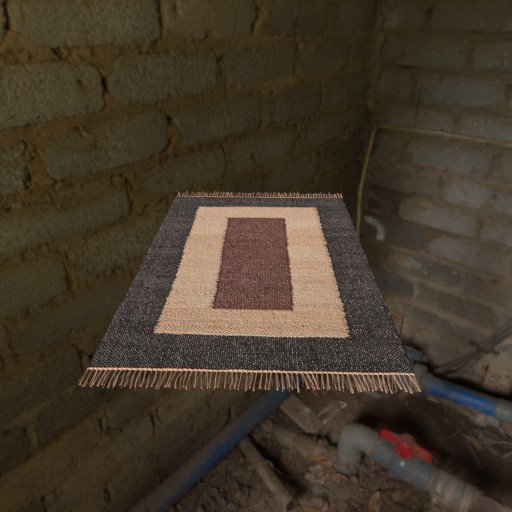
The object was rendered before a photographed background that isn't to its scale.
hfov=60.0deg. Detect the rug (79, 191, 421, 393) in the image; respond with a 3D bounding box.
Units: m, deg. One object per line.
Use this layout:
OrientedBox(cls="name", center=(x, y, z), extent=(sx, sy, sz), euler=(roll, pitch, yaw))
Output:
OrientedBox(cls="rug", center=(0.000, 0.000, 2.454), extent=(1.224, 0.027, 2.021), euler=(1, 28, 1))
